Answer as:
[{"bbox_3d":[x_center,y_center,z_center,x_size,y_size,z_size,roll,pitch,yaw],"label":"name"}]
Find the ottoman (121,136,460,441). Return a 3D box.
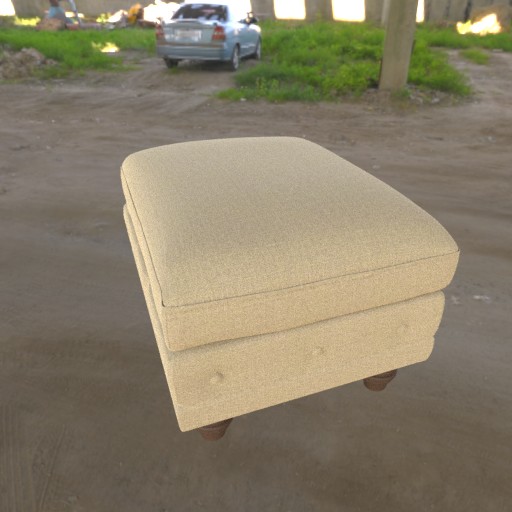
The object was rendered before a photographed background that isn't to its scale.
[{"bbox_3d":[0.000,0.000,1.037,0.541,0.463,0.684,-10,32,-17],"label":"ottoman"}]
